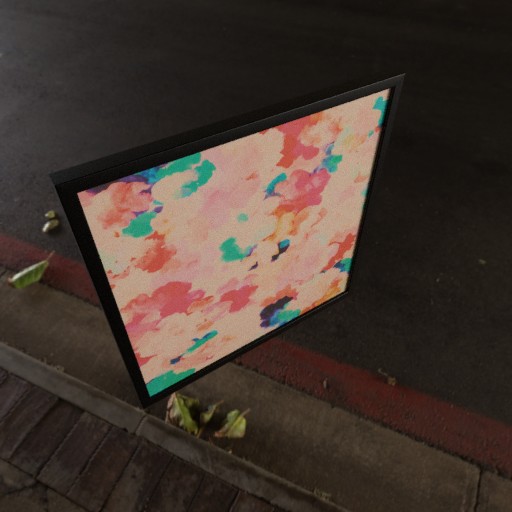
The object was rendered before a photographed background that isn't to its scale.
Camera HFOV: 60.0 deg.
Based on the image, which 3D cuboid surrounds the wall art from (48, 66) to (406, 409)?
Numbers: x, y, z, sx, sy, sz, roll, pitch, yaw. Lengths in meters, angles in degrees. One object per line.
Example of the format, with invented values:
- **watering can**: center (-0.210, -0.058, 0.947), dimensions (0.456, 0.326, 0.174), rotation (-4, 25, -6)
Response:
- **wall art**: center (0.000, 0.000, 1.100), dimensions (0.756, 0.755, 0.036), rotation (-25, 50, -22)
